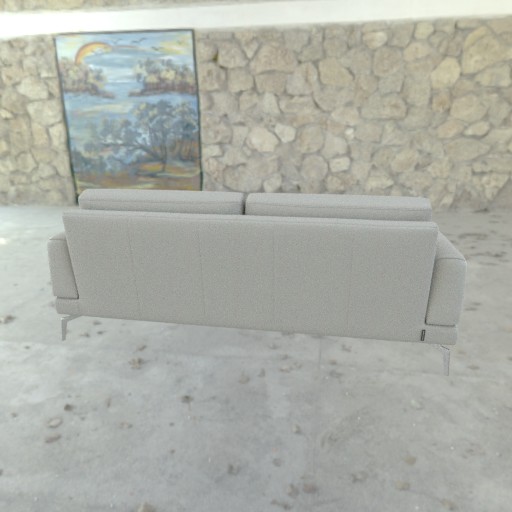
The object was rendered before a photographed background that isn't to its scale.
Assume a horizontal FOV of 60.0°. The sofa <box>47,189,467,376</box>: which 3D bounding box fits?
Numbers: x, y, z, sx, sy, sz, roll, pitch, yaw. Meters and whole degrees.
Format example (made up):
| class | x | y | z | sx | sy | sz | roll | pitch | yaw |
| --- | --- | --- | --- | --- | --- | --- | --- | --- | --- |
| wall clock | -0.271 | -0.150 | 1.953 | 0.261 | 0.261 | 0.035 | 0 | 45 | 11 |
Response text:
| class | x | y | z | sx | sy | sz | roll | pitch | yaw |
| --- | --- | --- | --- | --- | --- | --- | --- | --- | --- |
| sofa | 0.000 | 0.000 | 2.401 | 1.940 | 0.765 | 0.974 | 3 | 17 | 10 |
